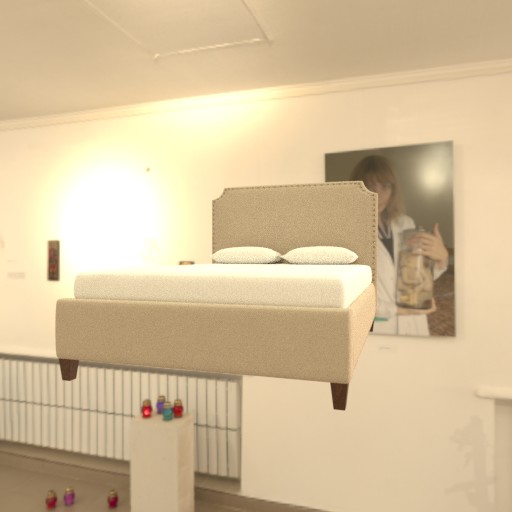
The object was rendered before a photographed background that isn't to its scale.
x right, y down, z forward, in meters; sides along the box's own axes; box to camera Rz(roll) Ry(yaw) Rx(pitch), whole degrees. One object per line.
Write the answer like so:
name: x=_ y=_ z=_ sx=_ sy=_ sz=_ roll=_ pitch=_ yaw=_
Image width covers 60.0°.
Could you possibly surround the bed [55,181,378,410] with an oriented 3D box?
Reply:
bed: x=0.000 y=0.000 z=3.421 sx=1.713 sy=1.443 sz=2.372 roll=0 pitch=0 yaw=18
